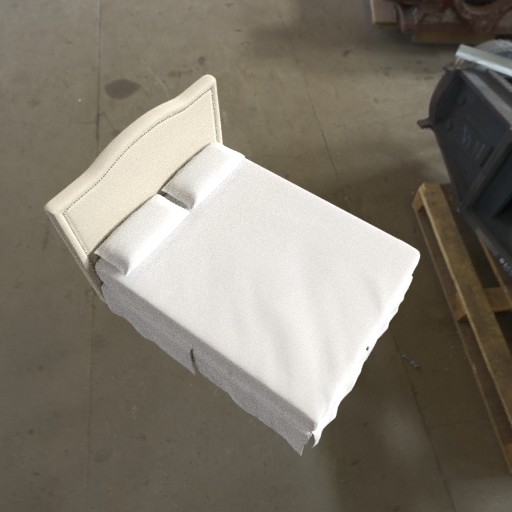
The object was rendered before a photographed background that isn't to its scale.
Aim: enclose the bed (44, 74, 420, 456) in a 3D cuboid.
[{"bbox_3d":[0.000,0.000,3.376,2.196,1.449,1.741,31,63,18],"label":"bed"}]
